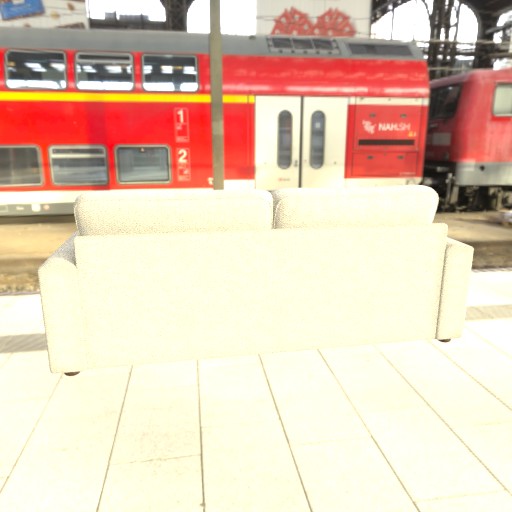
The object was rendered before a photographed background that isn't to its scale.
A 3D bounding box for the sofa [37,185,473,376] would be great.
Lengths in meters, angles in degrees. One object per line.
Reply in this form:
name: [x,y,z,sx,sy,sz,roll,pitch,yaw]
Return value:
sofa: [0.000,0.000,2.670,2.179,0.873,1.016,-3,15,-10]
